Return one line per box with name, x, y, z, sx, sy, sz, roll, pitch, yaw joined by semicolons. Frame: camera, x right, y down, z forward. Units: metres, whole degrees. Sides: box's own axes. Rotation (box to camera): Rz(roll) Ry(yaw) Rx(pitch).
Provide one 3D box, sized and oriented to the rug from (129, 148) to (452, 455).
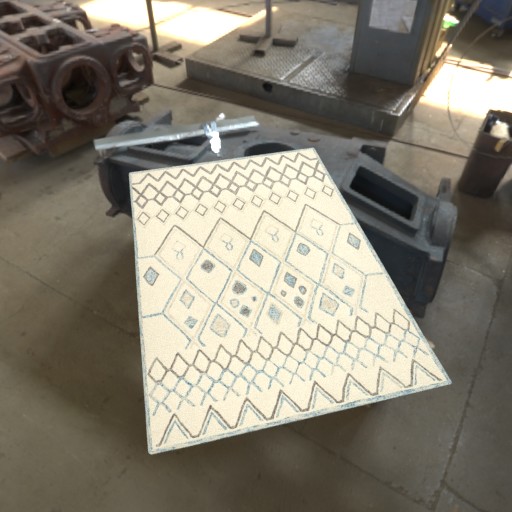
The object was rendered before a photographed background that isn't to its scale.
rug;0.000;0.000;2.366;1.260;0.009;1.820;-10;47;-9
